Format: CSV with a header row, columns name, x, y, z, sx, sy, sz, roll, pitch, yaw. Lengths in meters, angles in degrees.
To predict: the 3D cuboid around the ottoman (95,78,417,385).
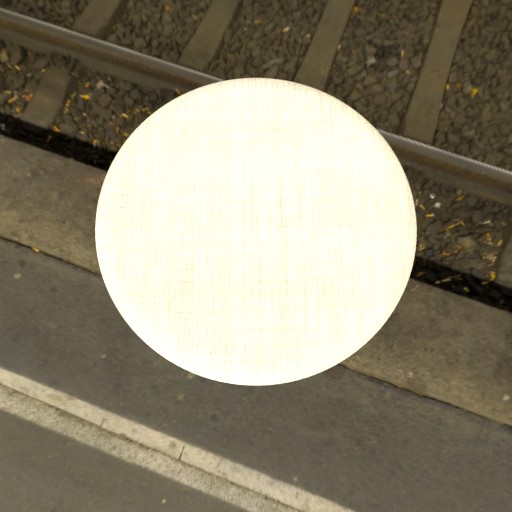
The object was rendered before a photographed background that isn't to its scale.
name,x,y,z,sx,sy,sz,roll,pitch,yaw
ottoman,0.000,0.000,0.731,0.400,0.406,0.400,0,75,0
